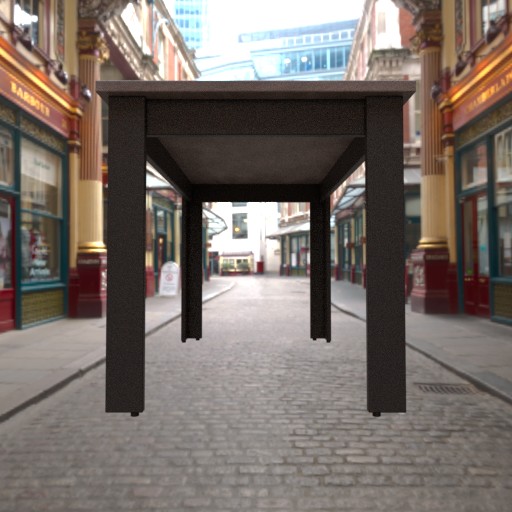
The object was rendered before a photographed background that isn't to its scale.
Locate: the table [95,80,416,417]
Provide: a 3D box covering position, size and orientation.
[{"bbox_3d":[0.000,0.000,1.505,0.700,0.734,1.100,0,-2,0],"label":"table"}]
